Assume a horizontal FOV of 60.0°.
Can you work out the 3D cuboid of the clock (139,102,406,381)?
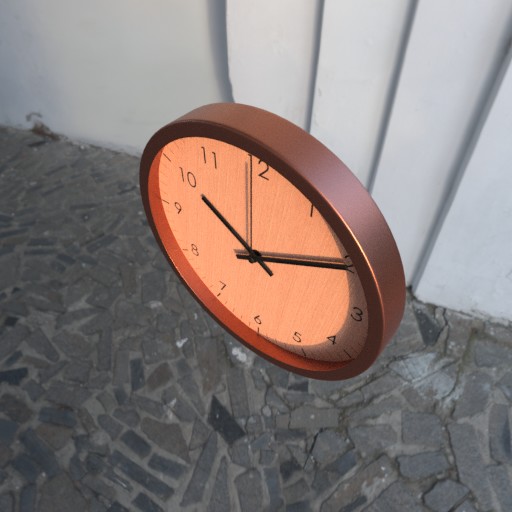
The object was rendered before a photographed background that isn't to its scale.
[{"bbox_3d":[0.000,0.000,0.466,0.313,0.313,0.040,31,54,25],"label":"clock"}]
